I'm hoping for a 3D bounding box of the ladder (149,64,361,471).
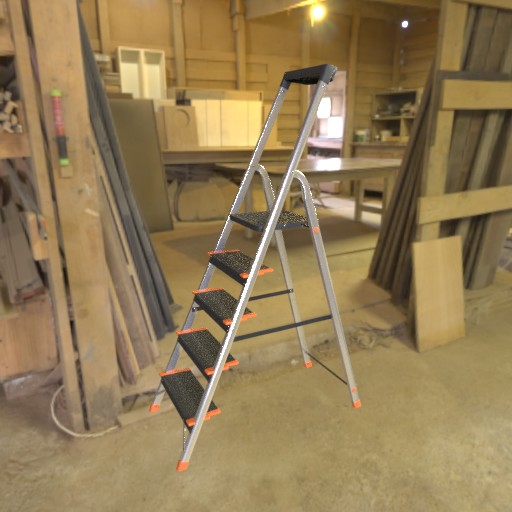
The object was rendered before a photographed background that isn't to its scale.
[{"bbox_3d":[0.000,0.000,2.063,0.995,1.646,0.480,-8,18,-26],"label":"ladder"}]
